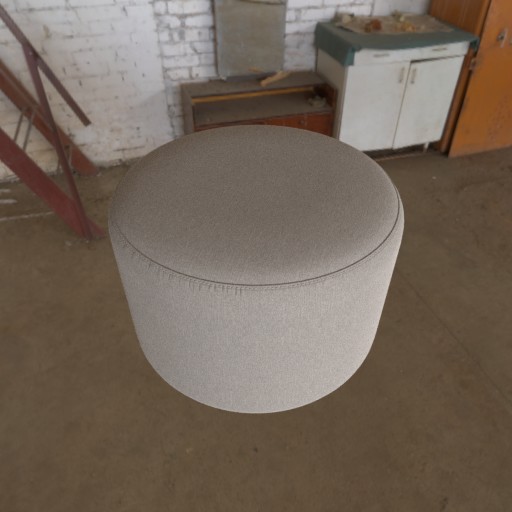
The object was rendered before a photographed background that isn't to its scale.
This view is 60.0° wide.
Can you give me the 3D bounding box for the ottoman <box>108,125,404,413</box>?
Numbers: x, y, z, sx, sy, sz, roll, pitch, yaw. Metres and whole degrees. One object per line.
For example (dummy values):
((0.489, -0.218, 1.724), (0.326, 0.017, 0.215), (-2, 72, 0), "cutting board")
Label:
((0.000, 0.000, 1.036), (0.608, 0.433, 0.608), (0, 41, 0), "ottoman")
